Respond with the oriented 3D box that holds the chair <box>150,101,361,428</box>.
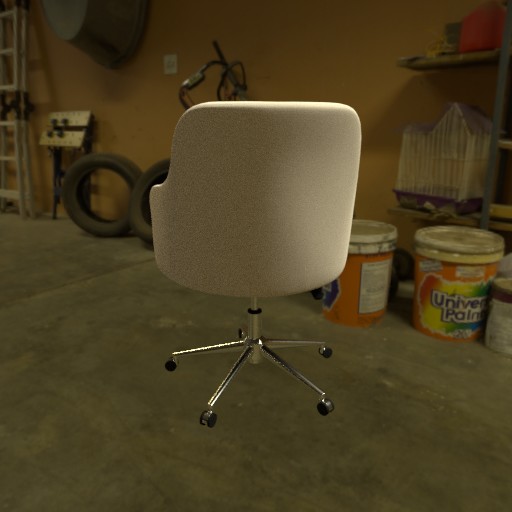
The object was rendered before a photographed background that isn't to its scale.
[{"bbox_3d":[0.000,0.000,1.293,0.602,0.819,0.647,-2,16,-8],"label":"chair"}]
